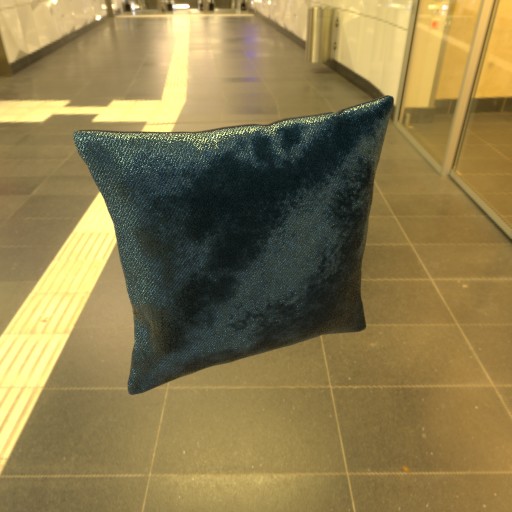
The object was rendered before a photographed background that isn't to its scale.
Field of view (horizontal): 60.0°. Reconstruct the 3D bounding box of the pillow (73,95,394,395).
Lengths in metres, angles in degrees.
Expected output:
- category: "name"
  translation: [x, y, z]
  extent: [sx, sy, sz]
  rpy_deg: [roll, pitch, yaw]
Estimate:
- category: "pillow"
  translation: [0.000, 0.000, 0.660]
  extent: [0.436, 0.430, 0.138]
  rpy_deg: [-11, 34, -17]
